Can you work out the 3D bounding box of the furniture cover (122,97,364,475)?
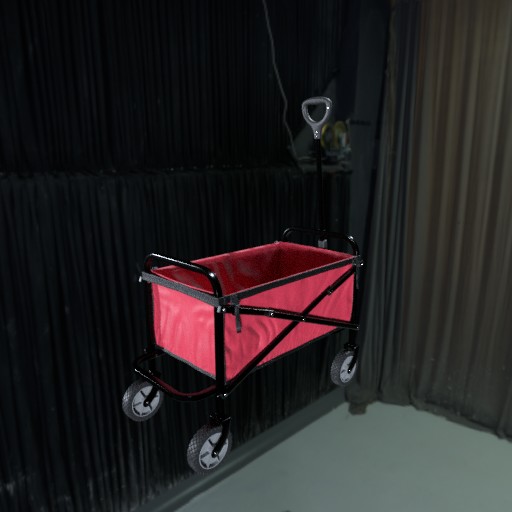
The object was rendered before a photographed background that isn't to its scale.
[{"bbox_3d":[0.000,0.000,1.826,0.532,1.295,1.038,13,19,43],"label":"furniture cover"}]
